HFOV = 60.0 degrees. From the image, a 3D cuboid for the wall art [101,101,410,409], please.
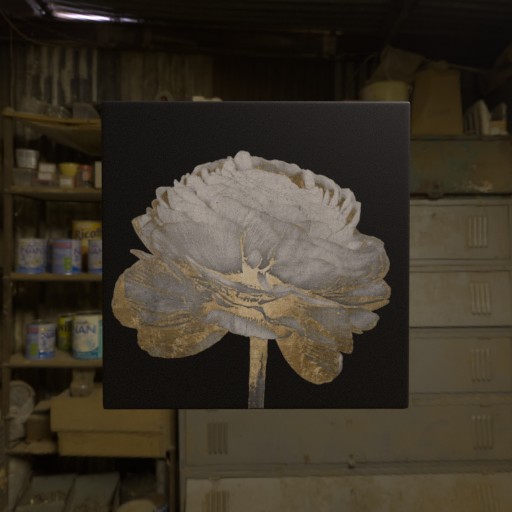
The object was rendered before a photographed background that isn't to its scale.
[{"bbox_3d":[0.000,0.000,0.899,0.610,0.611,0.043,0,1,0],"label":"wall art"}]
